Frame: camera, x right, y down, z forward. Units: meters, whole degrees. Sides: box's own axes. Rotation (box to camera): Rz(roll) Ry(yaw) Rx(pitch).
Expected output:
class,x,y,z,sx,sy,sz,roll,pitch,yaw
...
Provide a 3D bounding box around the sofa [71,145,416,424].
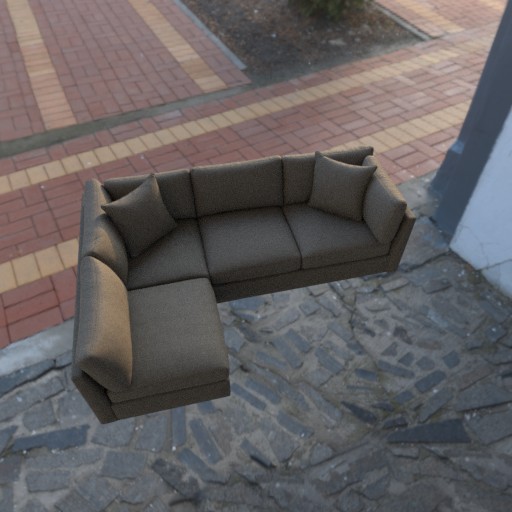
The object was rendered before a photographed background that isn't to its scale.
class,x,y,z,sx,sy,sz,roll,pitch,yaw
sofa,0.000,0.000,3.848,2.896,0.978,1.994,-10,46,-9
